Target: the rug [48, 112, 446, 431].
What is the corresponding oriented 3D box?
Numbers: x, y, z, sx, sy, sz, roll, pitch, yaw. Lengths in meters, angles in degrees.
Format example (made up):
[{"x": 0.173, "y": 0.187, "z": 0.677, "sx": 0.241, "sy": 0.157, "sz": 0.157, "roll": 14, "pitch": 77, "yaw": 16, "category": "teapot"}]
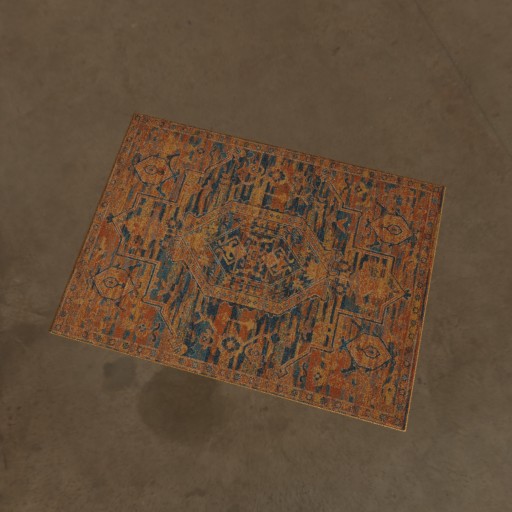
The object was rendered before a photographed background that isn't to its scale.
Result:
[{"x": 0.000, "y": 0.000, "z": 2.831, "sx": 2.204, "sy": 0.024, "sz": 1.588, "roll": 14, "pitch": 75, "yaw": 4, "category": "rug"}]
